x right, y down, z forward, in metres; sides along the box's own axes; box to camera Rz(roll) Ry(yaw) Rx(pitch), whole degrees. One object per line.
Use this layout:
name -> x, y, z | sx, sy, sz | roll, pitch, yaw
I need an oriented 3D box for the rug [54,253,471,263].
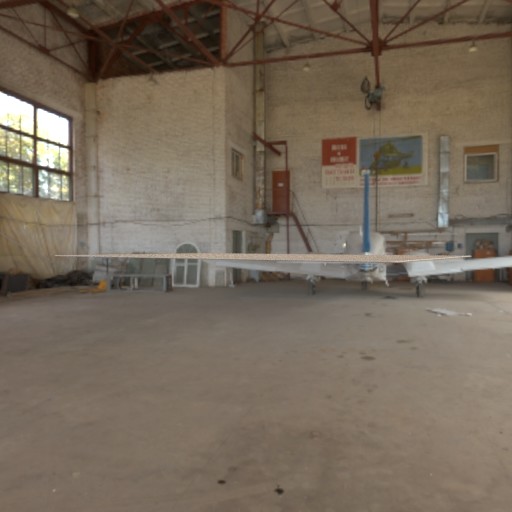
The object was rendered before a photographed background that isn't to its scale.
rug -> 0.000, 0.000, 3.037 | 2.438, 0.008, 1.523 | 1, 1, 36
